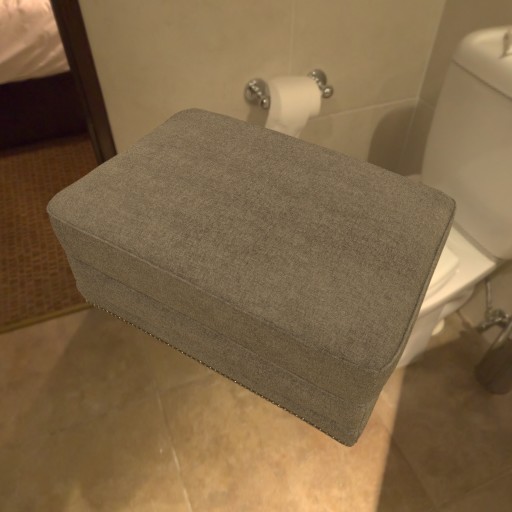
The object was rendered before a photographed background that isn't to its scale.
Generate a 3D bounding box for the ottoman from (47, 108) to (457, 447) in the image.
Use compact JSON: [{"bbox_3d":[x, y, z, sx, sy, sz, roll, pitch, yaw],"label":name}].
[{"bbox_3d":[0.000,0.000,1.121,0.813,0.457,0.561,23,50,21],"label":"ottoman"}]
